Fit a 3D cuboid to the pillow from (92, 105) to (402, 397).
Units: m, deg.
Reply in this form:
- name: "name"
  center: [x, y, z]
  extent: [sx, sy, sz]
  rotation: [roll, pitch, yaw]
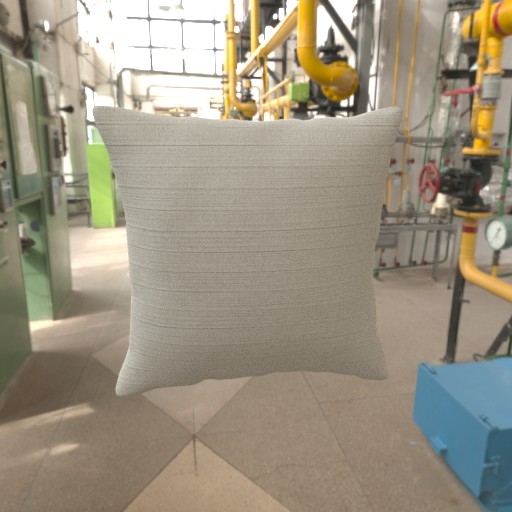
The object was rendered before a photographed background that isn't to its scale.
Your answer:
- name: "pillow"
  center: [0.000, 0.000, 0.712]
  extent: [0.470, 0.464, 0.175]
  rotation: [-2, 14, -8]
